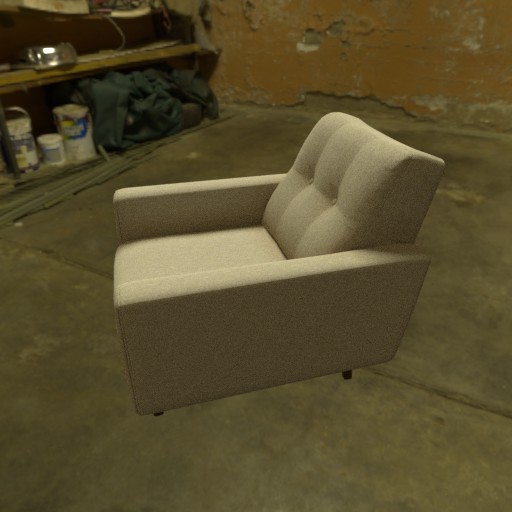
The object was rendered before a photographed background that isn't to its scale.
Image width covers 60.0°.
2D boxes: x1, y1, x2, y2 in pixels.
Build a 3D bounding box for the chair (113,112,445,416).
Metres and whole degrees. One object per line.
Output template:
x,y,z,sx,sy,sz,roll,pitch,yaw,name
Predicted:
0.000,0.000,1.799,1.128,0.965,0.897,-8,31,-13,chair
